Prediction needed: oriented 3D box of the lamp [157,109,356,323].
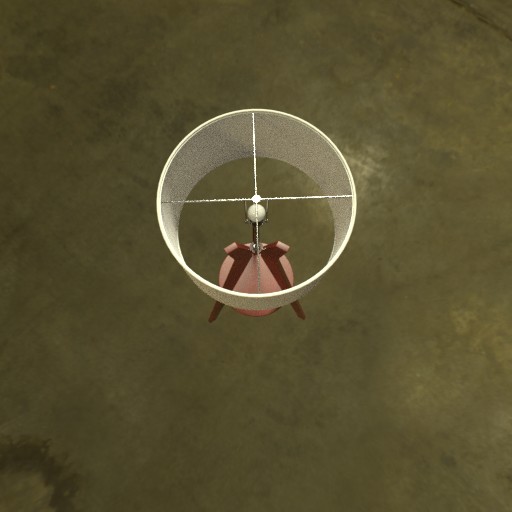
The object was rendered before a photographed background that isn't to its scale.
[{"bbox_3d":[0.000,0.000,1.771,0.539,1.472,0.542,-2,77,0],"label":"lamp"}]
